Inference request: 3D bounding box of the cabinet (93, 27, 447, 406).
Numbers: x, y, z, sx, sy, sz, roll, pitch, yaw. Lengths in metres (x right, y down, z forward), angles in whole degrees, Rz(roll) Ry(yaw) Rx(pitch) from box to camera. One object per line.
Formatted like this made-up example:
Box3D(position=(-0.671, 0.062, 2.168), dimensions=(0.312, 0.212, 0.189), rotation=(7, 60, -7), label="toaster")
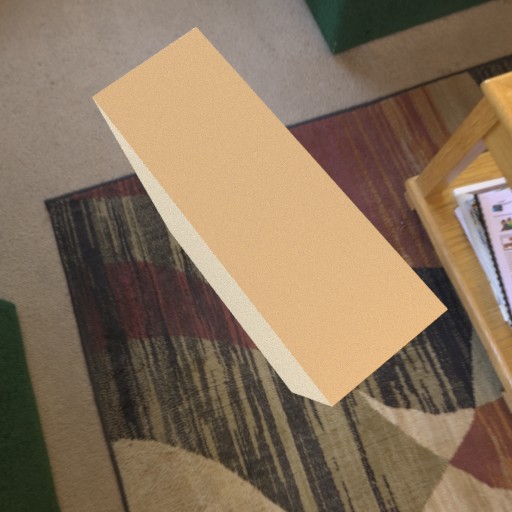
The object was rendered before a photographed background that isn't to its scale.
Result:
Box3D(position=(0.000, 0.000, 1.646), dimensions=(0.348, 1.150, 0.990), rotation=(-37, 78, -9), label="cabinet")
